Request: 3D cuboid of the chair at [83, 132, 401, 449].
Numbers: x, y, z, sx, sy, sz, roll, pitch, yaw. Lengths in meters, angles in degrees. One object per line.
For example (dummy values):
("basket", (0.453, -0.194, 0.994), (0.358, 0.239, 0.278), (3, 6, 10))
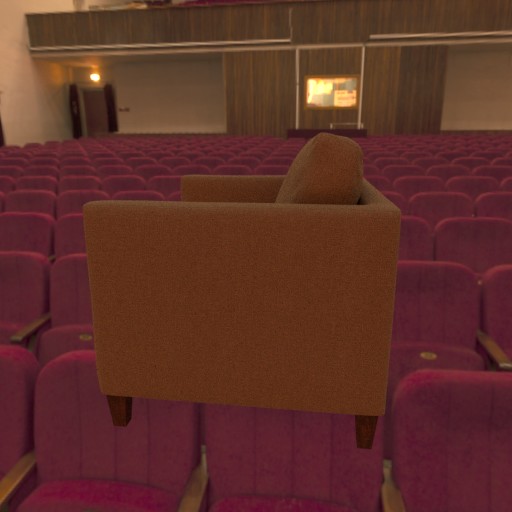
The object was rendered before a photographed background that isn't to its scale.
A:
("chair", (0.000, 0.000, 1.816), (0.959, 0.963, 1.107), (2, 15, 8))
